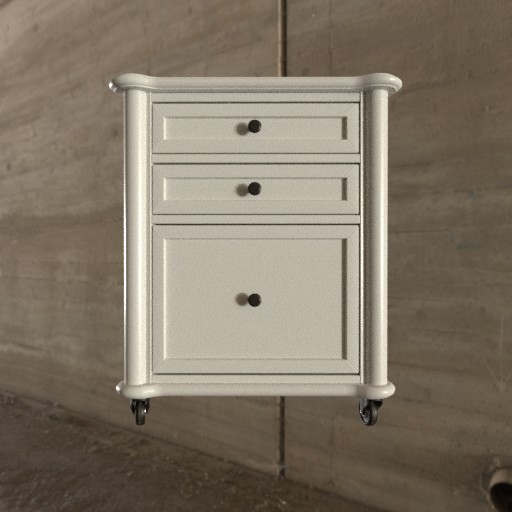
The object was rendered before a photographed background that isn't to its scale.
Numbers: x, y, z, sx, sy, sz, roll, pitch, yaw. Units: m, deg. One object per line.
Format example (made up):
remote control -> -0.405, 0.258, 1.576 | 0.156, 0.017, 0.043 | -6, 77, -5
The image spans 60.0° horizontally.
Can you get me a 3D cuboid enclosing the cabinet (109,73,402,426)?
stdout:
cabinet -> 0.000, 0.000, 1.226 | 0.628, 0.761, 0.627 | 0, 0, 0
